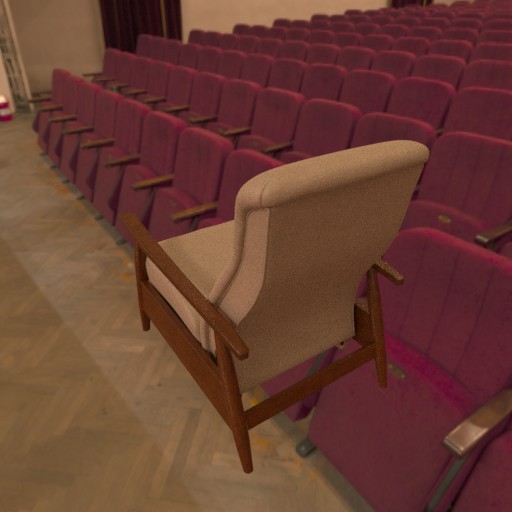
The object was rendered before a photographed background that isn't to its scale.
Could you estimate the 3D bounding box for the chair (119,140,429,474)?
[{"bbox_3d":[0.000,0.000,1.807,0.762,1.082,1.030,-19,36,-29],"label":"chair"}]
